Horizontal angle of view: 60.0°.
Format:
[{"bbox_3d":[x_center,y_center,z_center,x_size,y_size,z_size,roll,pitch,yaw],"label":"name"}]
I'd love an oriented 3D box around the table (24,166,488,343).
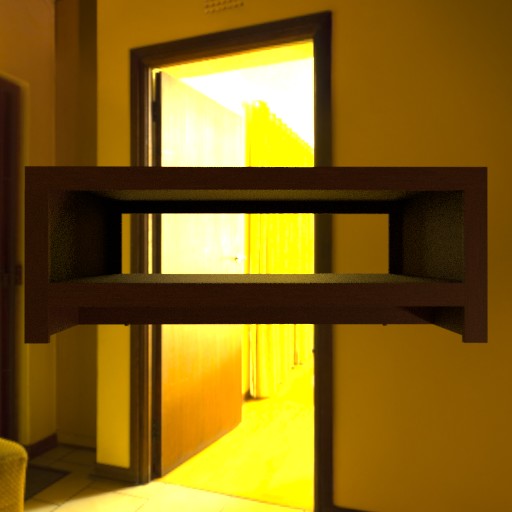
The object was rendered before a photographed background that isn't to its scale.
[{"bbox_3d":[0.000,0.000,1.350,1.099,0.424,0.597,0,0,0],"label":"table"}]
